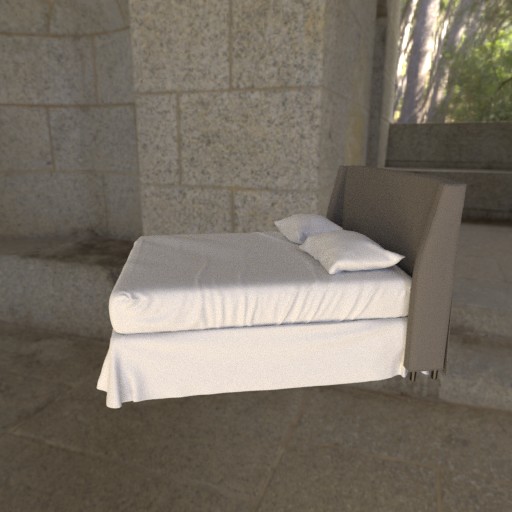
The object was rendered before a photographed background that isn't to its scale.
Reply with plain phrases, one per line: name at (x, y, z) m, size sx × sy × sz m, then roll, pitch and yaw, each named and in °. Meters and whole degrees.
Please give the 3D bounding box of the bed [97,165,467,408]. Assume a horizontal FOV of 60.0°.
bed at (0.000, 0.000, 3.527) m, size 2.276 × 1.332 × 1.925 m, roll -2°, pitch 15°, yaw -8°
